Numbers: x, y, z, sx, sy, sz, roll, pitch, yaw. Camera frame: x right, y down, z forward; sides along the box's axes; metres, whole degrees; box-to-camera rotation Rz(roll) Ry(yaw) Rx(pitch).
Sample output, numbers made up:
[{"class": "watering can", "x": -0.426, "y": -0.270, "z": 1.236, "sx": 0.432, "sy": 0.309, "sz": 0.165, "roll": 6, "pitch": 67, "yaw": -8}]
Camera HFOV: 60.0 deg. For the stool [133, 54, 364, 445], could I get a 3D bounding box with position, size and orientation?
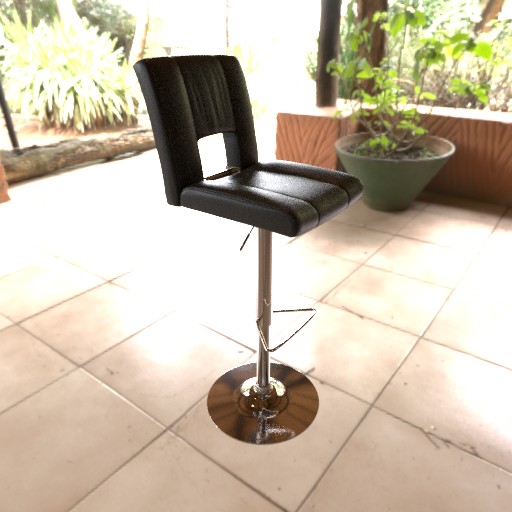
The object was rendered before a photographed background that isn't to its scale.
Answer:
[{"class": "stool", "x": 0.000, "y": 0.000, "z": 1.397, "sx": 0.520, "sy": 1.151, "sz": 0.415, "roll": 18, "pitch": 31, "yaw": 32}]
